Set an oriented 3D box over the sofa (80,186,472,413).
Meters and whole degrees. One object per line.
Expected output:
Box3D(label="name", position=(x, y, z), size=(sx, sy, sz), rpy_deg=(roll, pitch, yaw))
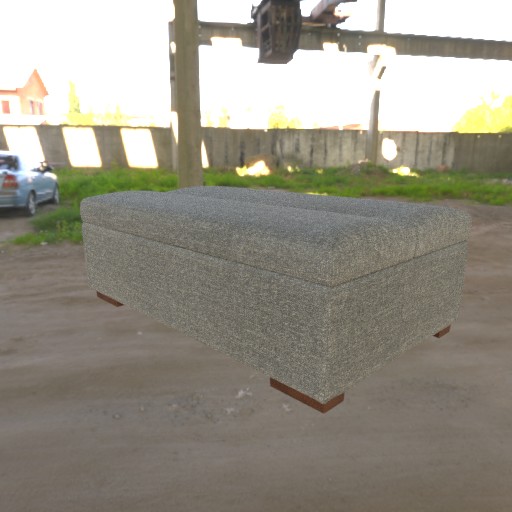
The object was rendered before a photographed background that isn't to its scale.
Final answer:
Box3D(label="sofa", position=(0.000, 0.000, 1.598), size=(0.782, 0.417, 1.198), rpy_deg=(-13, 18, -43))
